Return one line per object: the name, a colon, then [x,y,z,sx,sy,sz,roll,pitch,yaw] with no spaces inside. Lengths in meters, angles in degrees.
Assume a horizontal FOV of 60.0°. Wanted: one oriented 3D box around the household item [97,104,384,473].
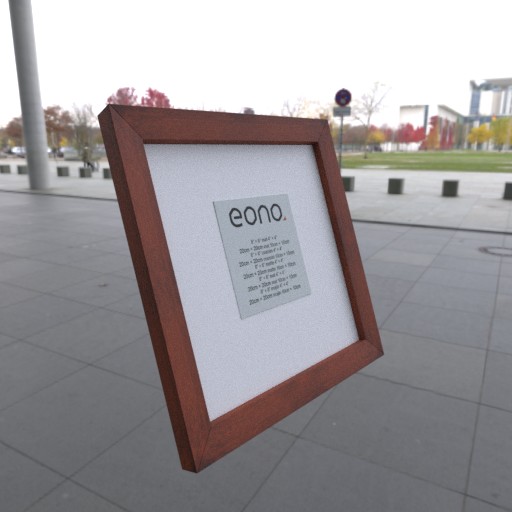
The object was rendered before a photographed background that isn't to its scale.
household item: [0.000,0.000,0.388,0.131,0.240,0.240,13,19,43]
